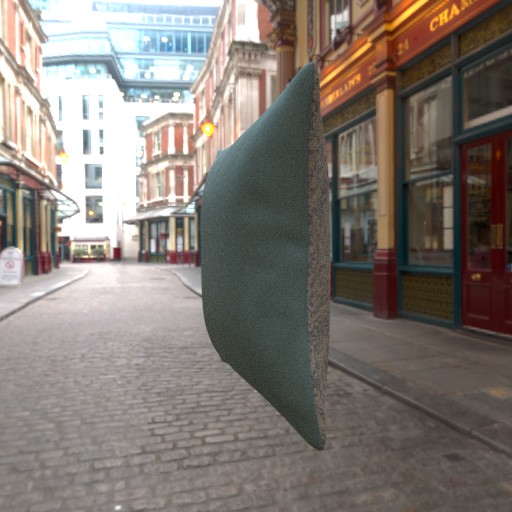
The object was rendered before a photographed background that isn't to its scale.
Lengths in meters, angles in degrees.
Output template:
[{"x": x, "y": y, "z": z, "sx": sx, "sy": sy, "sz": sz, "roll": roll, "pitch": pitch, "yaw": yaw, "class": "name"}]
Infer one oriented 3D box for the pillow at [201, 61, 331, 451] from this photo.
[{"x": 0.000, "y": 0.000, "z": 0.819, "sx": 0.166, "sy": 0.507, "sz": 0.526, "roll": 0, "pitch": 0, "yaw": -18, "class": "pillow"}]
